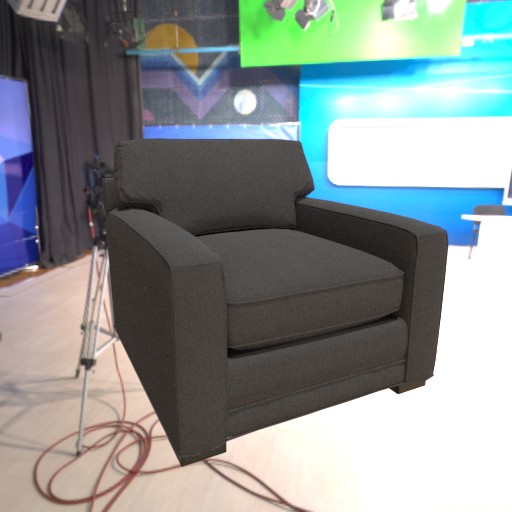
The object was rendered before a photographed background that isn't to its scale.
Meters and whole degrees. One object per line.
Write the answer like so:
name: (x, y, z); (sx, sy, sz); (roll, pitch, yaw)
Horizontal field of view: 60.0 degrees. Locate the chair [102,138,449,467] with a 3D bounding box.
chair: (0.000, 0.000, 1.776); (0.997, 0.913, 1.043); (-7, 16, -26)
